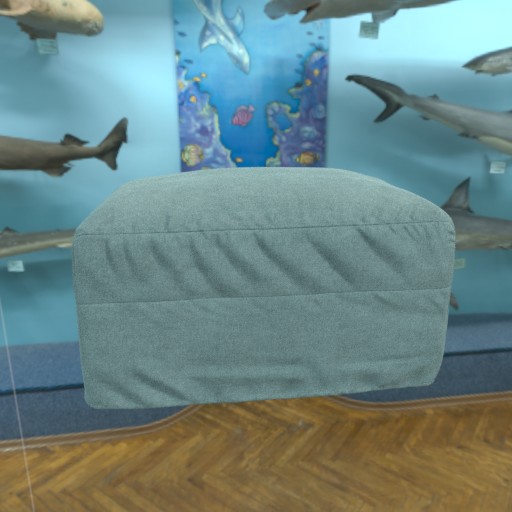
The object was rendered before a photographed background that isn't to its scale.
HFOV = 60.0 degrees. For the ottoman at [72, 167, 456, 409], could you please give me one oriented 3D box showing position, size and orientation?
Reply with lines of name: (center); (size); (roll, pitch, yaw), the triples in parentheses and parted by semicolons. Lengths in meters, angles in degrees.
ottoman: (0.000, 0.000, 1.232); (0.837, 0.481, 0.683); (-2, 15, -6)
